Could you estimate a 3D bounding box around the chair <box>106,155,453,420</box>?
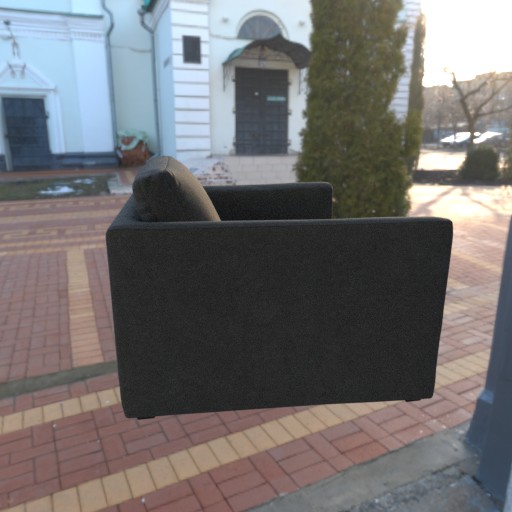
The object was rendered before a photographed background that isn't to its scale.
[{"bbox_3d":[0.000,0.000,1.906,1.091,0.845,1.190,-3,15,-10],"label":"chair"}]
